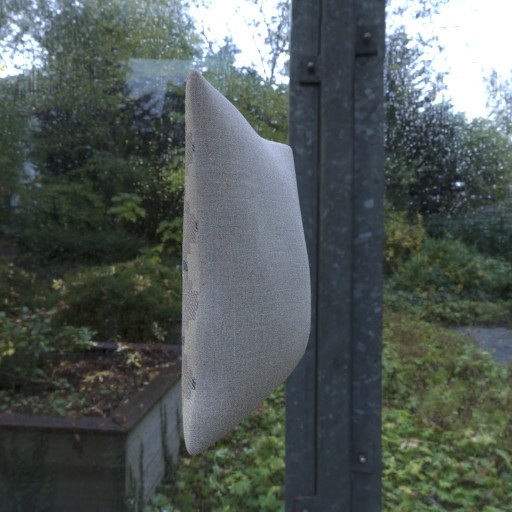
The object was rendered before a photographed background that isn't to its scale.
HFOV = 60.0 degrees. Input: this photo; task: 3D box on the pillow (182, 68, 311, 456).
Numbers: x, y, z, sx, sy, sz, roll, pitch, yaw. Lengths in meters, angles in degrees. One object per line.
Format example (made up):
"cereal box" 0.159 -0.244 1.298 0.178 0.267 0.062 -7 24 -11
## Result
"pillow" 0.000 0.000 0.885 0.192 0.558 0.578 0 0 18
